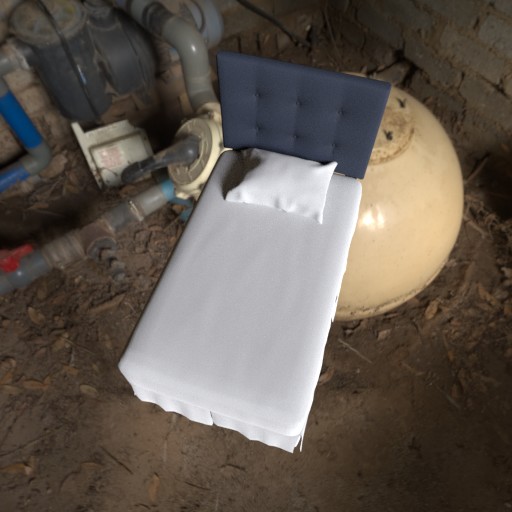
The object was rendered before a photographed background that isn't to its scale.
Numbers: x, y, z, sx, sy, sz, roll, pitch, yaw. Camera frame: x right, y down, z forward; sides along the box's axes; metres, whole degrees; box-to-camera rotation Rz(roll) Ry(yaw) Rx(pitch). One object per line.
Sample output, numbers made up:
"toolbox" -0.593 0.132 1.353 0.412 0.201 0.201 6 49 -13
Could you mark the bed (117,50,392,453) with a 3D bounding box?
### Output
"bed" 0.000 0.000 2.971 1.261 1.571 1.997 15 59 9
